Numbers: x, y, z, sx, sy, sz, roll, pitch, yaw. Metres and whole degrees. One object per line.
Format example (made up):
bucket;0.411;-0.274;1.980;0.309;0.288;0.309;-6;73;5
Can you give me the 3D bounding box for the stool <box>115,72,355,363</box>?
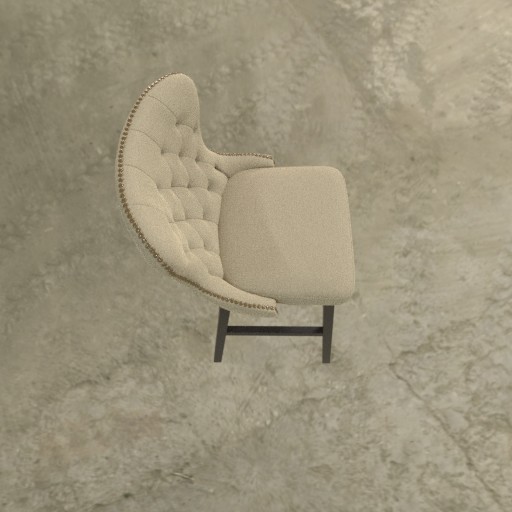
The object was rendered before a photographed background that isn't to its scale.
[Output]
stool;0.000;0.000;1.421;0.605;1.066;0.528;0;64;0
